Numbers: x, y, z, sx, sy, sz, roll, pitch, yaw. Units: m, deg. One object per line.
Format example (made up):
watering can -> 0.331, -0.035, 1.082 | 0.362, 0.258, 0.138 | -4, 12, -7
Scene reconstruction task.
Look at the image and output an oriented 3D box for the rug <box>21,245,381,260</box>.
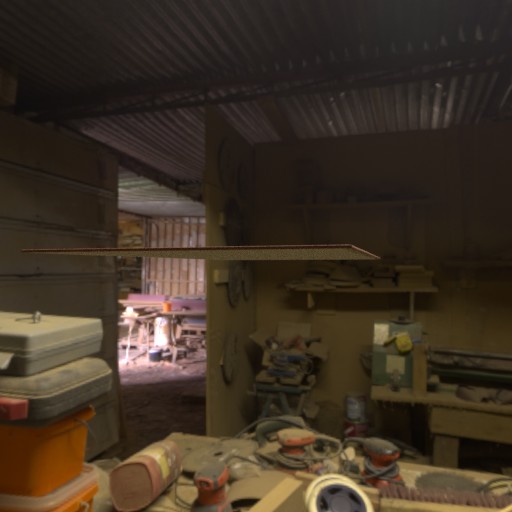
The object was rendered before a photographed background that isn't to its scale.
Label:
rug -> 0.000, 0.000, 2.995 | 1.524, 0.014, 2.438 | 0, -1, 18
